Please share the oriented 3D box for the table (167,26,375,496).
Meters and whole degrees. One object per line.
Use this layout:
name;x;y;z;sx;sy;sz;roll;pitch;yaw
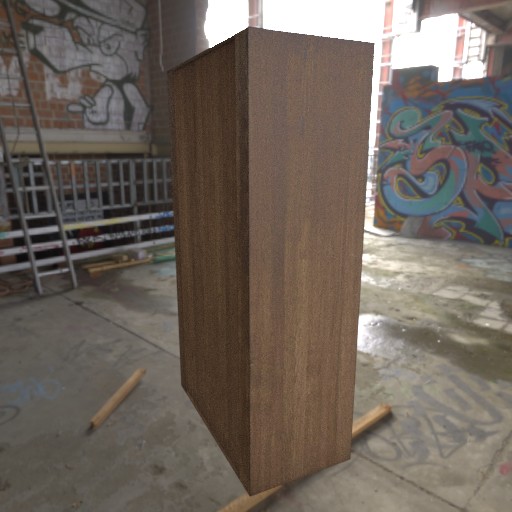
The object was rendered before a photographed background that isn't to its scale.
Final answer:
table;0.000;0.000;2.428;0.600;2.000;1.100;-7;15;-25
